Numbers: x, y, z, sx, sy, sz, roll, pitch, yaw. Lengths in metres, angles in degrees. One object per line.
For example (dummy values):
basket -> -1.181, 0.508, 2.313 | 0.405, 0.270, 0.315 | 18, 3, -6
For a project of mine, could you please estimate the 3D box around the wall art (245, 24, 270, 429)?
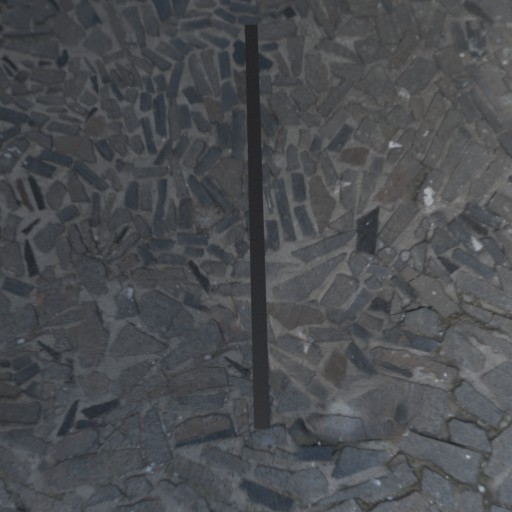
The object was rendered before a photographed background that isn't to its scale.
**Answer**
wall art -> 0.000, 0.000, 0.545 | 0.012, 0.357, 0.358 | -1, 75, 0
